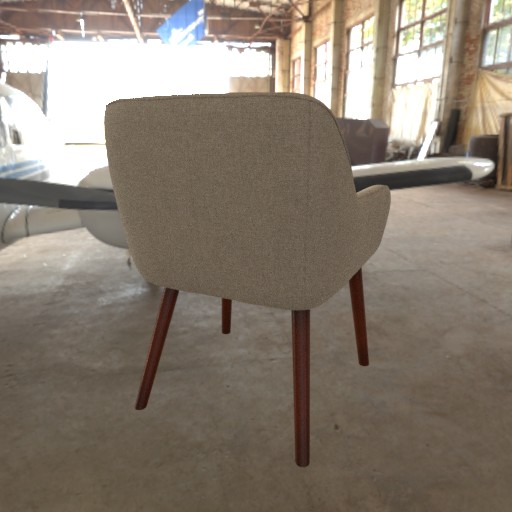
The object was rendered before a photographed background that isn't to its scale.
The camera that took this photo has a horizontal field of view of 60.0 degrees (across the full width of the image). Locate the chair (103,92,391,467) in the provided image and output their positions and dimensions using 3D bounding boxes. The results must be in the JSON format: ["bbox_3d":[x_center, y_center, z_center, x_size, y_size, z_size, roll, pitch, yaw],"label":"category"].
[{"bbox_3d":[0.000,0.000,1.228,0.610,0.813,0.610,8,18,25],"label":"chair"}]
